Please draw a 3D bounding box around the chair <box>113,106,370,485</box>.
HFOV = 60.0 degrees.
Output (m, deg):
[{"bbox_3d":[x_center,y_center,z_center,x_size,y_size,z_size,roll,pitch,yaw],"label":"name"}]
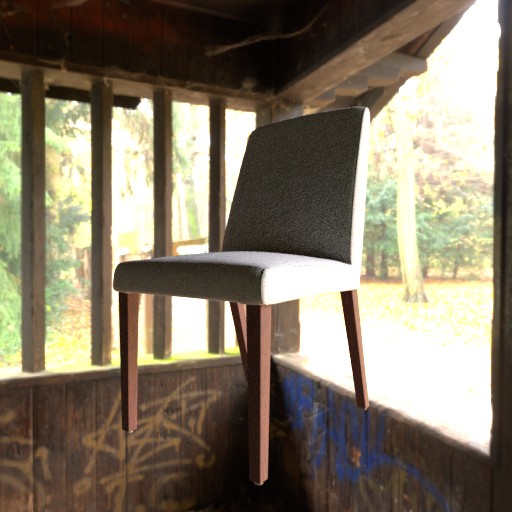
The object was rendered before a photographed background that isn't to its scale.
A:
[{"bbox_3d":[0.000,0.000,1.219,0.480,0.900,0.594,1,1,37],"label":"chair"}]
